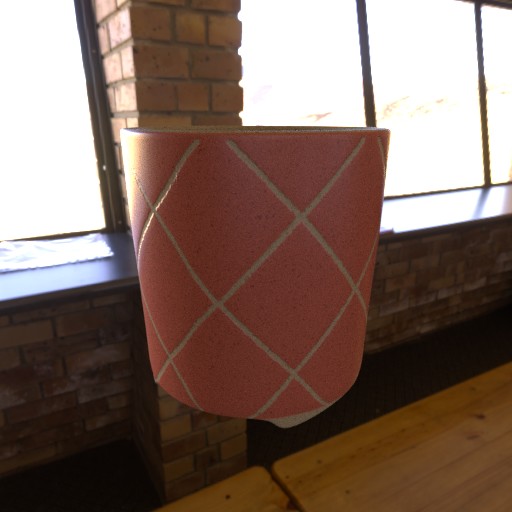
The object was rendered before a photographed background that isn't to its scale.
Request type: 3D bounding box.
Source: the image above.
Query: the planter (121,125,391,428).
[{"bbox_3d":[0.000,0.000,0.421,0.227,0.235,0.227,0,17,0],"label":"planter"}]
